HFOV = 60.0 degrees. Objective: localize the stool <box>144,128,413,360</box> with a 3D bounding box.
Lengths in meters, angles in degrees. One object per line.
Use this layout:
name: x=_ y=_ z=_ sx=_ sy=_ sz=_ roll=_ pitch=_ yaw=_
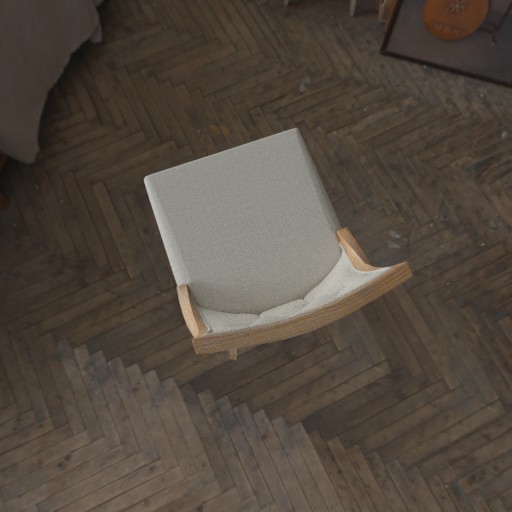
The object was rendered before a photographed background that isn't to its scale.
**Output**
stool: x=0.000 y=0.000 z=1.424 sx=0.524 sy=1.101 sz=0.626 roll=-19 pitch=75 yaw=-5
